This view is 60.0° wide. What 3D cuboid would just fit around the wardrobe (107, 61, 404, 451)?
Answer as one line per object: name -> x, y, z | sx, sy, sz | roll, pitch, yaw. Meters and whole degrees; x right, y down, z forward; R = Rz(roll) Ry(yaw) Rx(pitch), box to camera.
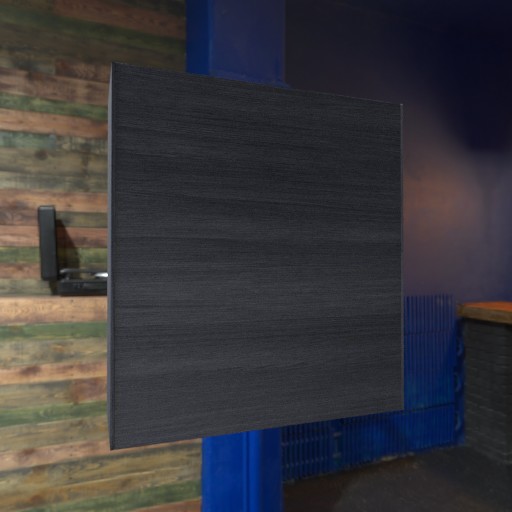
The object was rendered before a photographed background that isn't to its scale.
wardrobe -> 0.000, 0.000, 2.824 | 1.780, 1.960, 0.629 | 0, -1, -20
